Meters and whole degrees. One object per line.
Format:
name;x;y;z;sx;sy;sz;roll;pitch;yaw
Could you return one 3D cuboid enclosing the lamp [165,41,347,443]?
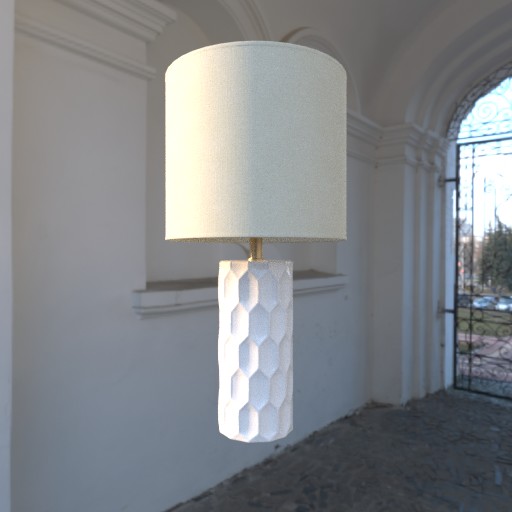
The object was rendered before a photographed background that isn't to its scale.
lamp;0.000;0.000;0.690;0.277;0.537;0.277;0;0;-35
